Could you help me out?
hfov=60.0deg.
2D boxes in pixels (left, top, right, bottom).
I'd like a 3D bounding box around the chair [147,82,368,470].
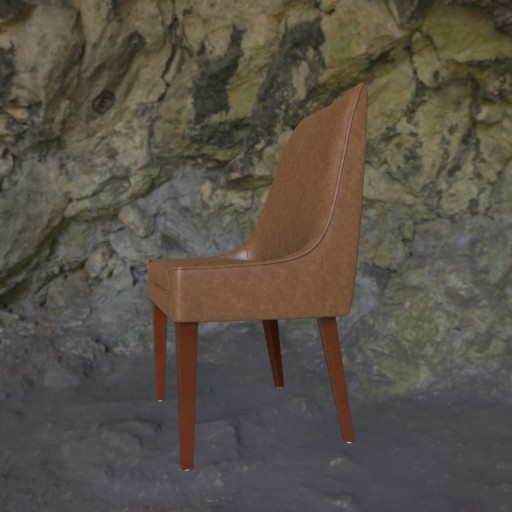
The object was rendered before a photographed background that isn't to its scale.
[{"bbox_3d":[0.000,0.000,1.182,0.544,0.861,0.529,0,1,-19],"label":"chair"}]
